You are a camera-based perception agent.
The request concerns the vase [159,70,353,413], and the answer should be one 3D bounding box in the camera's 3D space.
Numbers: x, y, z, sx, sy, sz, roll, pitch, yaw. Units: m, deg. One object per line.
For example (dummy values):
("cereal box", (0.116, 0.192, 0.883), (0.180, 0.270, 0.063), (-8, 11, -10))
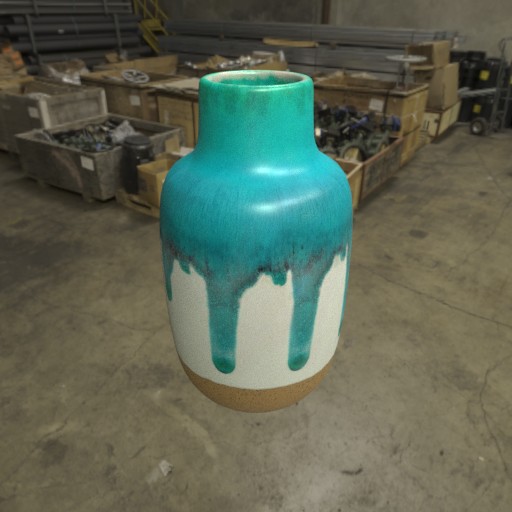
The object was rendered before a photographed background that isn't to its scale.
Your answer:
("vase", (0.000, 0.000, 0.253), (0.106, 0.192, 0.106), (0, 30, 0))
